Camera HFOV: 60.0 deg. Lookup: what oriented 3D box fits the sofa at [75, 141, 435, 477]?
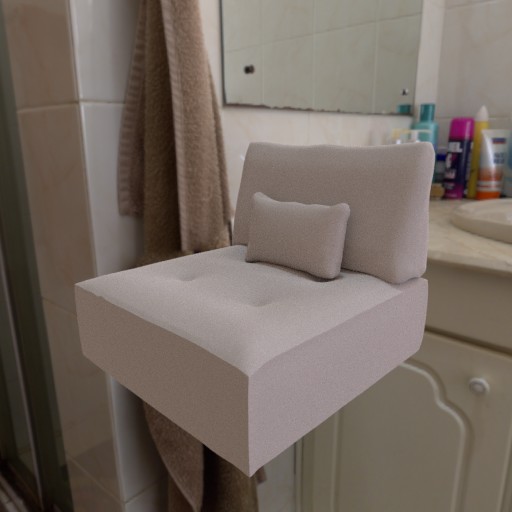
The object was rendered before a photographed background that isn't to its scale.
[{"bbox_3d":[0.000,0.000,1.658,0.935,0.828,1.000,14,20,43],"label":"sofa"}]
